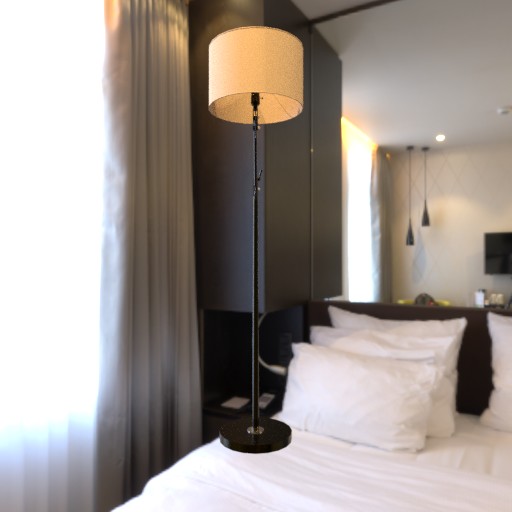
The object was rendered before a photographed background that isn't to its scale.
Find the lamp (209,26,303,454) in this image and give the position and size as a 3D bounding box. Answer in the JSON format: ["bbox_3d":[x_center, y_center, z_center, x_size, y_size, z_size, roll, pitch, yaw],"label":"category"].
[{"bbox_3d":[0.000,0.000,1.971,0.373,1.635,0.809,0,0,0],"label":"lamp"}]
